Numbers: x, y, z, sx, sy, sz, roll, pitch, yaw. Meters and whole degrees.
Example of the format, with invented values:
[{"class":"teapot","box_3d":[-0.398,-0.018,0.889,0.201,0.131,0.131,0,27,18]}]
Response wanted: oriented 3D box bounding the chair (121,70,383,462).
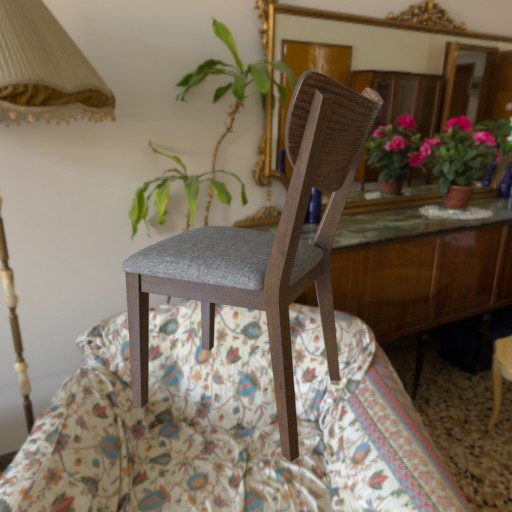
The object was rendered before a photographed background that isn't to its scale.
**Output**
[{"class":"chair","box_3d":[0.000,0.000,1.171,0.583,0.849,0.491,8,19,25]}]
